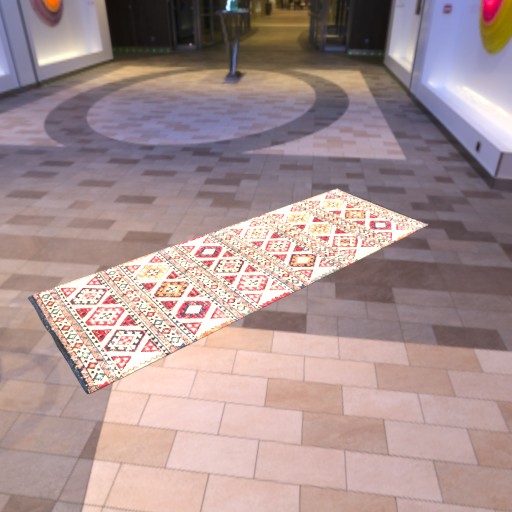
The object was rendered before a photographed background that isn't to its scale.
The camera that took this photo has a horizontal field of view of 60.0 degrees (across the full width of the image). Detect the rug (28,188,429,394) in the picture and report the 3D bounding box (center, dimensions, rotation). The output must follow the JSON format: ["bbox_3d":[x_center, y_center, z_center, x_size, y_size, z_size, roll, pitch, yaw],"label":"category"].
[{"bbox_3d":[0.000,0.000,2.642,2.362,0.008,0.832,-22,37,-33],"label":"rug"}]
